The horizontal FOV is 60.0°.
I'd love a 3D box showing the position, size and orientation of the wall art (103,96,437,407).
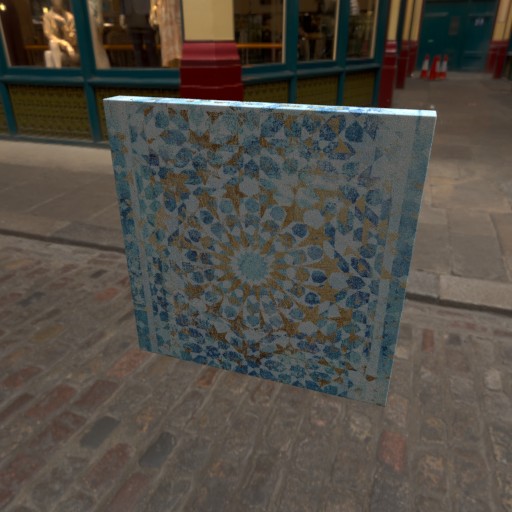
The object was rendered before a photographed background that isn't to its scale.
[{"bbox_3d":[0.000,0.000,0.620,0.405,0.405,0.037,9,28,17],"label":"wall art"}]
